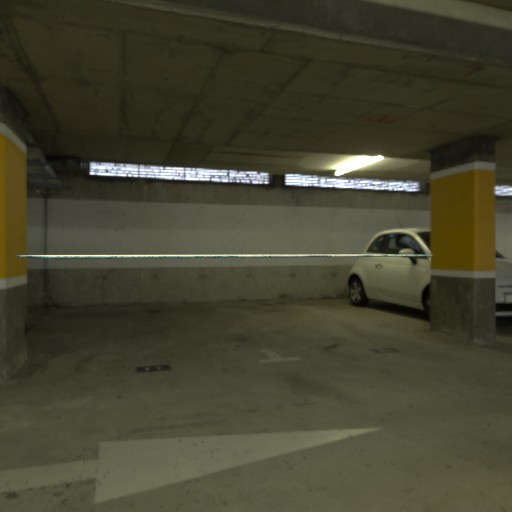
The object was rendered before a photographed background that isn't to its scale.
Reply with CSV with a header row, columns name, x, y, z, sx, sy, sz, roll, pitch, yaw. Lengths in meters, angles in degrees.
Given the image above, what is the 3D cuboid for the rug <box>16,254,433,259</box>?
name,x,y,z,sx,sy,sz,roll,pitch,yaw
rug,0.000,0.000,2.631,2.435,0.011,0.750,0,0,-35
